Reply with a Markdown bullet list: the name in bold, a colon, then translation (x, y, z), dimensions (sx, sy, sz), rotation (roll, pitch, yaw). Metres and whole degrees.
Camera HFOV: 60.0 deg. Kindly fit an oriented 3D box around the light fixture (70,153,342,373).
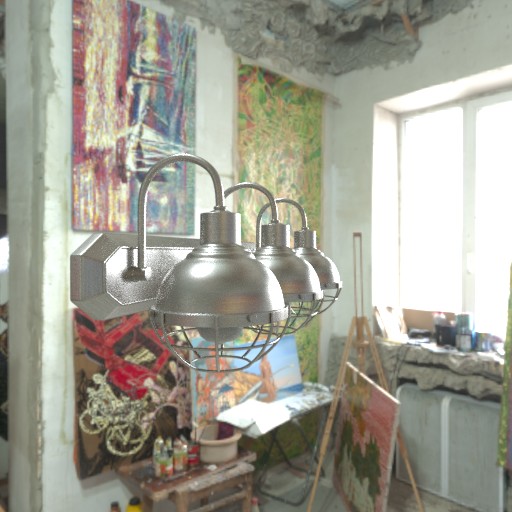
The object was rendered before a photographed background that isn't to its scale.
- **light fixture**: translation (0.000, 0.000, 0.760), dimensions (0.229, 0.254, 0.634), rotation (0, 1, 18)
